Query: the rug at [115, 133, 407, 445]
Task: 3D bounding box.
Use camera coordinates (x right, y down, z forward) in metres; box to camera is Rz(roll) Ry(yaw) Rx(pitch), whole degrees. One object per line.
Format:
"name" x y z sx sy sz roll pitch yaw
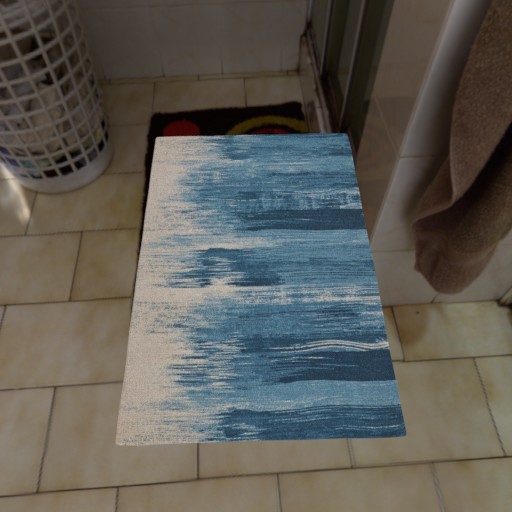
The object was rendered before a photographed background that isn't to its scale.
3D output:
"rug" 0.000 0.000 2.340 1.232 0.009 1.836 -1 58 -1
